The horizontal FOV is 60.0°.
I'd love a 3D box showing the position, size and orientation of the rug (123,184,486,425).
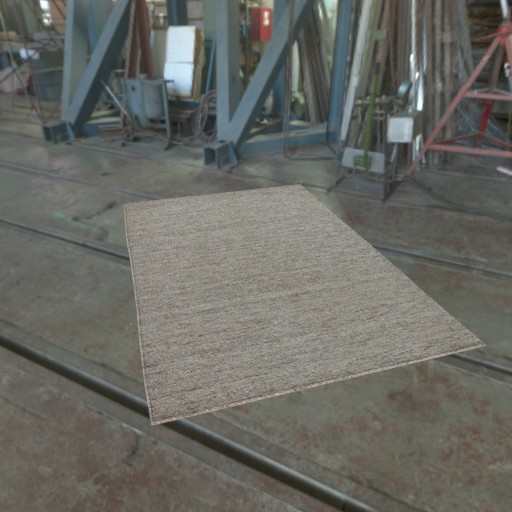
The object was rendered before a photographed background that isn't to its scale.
[{"bbox_3d":[0.000,0.000,2.824,1.547,0.013,2.283,-9,30,-15],"label":"rug"}]
